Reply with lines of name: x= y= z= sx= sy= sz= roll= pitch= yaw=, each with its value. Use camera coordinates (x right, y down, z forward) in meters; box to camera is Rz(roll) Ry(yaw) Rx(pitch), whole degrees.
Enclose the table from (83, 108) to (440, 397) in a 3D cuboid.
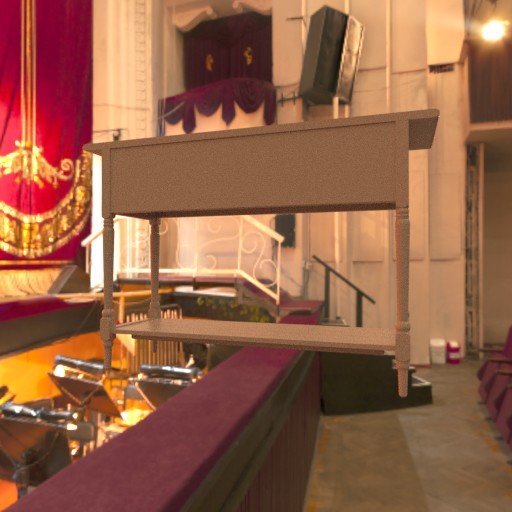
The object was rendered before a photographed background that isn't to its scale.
table: x=0.000 y=0.000 z=1.589 sx=1.197 sy=0.808 sz=0.384 roll=0 pitch=-1 yaw=19
